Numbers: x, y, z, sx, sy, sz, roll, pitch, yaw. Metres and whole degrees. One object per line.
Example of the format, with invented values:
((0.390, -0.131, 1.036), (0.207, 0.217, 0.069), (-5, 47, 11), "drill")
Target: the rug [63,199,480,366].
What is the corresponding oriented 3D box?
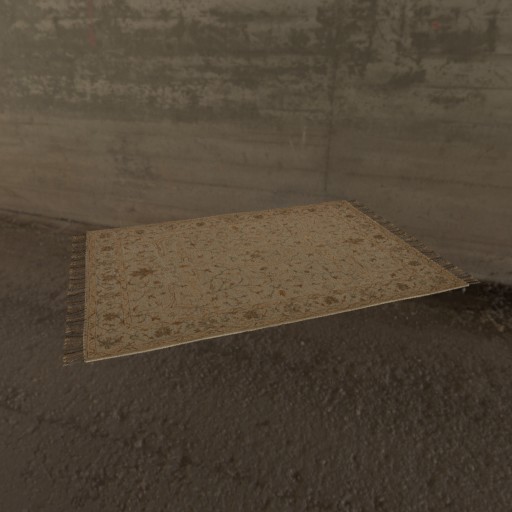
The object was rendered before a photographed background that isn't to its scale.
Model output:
((0.000, 0.000, 2.345), (1.861, 0.017, 1.218), (-9, 29, -16), "rug")
